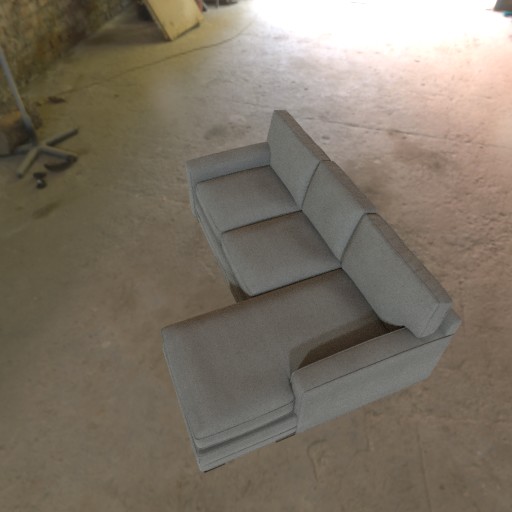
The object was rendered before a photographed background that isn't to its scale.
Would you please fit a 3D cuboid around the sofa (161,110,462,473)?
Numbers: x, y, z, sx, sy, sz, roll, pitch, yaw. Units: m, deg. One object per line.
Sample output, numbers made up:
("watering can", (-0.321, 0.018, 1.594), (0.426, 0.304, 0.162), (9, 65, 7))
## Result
("sofa", (0.000, 0.000, 2.949), (1.496, 0.861, 2.087), (-17, 50, -15))
